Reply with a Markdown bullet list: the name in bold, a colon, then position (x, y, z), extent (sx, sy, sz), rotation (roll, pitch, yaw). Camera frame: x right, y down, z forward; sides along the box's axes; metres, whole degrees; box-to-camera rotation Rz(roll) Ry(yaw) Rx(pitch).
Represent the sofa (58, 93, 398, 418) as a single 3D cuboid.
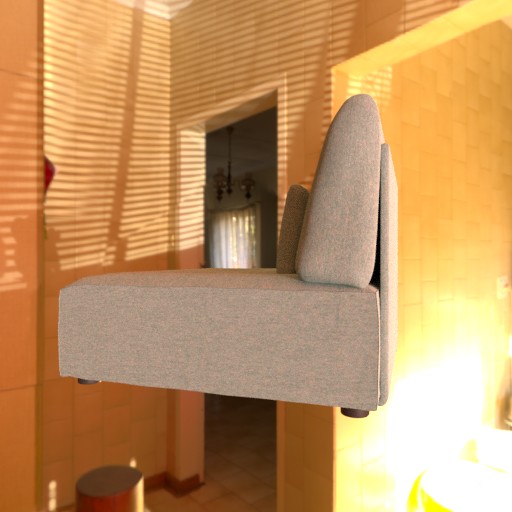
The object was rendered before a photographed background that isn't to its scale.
- **sofa**: position (0.000, 0.000, 1.673), extent (1.000, 0.820, 0.930), rotation (0, 0, 19)
